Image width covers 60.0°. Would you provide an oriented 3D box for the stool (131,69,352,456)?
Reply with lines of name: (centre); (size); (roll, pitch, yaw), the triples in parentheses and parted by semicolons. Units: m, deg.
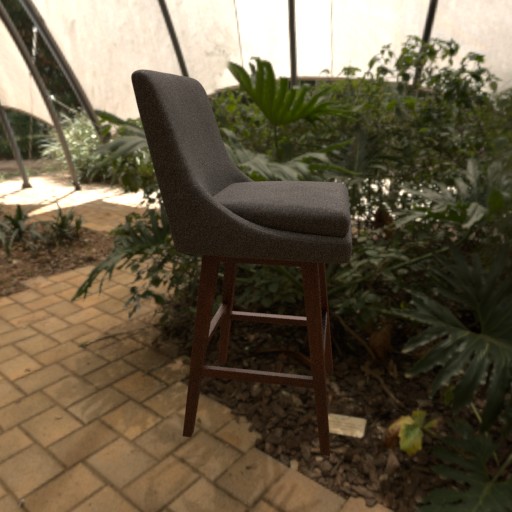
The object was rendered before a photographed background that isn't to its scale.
stool: (0.000, 0.000, 1.392); (0.572, 1.068, 0.489); (3, 19, 10)
